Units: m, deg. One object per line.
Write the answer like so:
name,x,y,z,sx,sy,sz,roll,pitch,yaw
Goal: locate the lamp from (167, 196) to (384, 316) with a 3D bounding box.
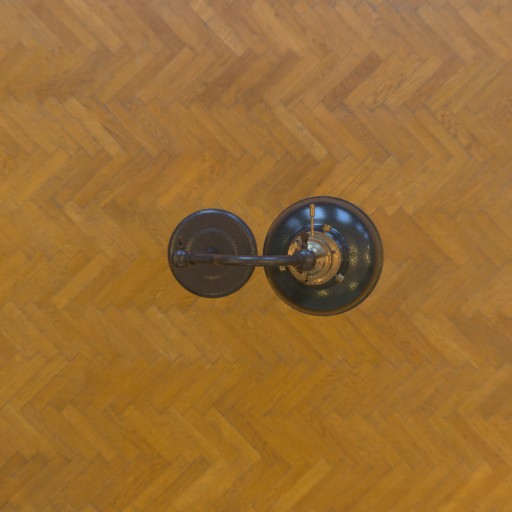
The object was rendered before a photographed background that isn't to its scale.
lamp,0.000,0.000,0.693,0.374,0.508,0.192,0,91,0
